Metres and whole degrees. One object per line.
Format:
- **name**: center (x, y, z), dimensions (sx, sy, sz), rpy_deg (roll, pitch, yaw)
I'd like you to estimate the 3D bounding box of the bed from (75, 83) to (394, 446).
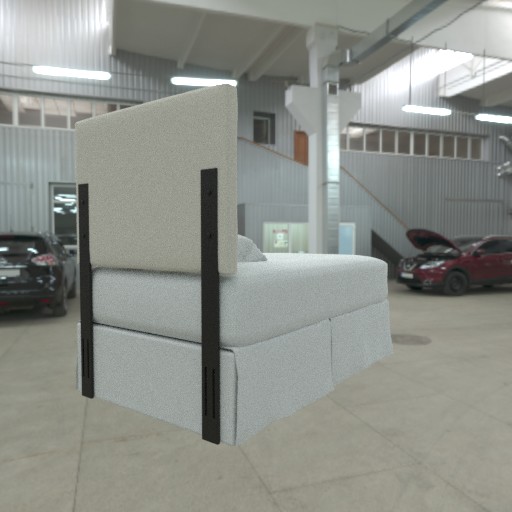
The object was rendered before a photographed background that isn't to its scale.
- **bed**: center (0.000, 0.000, 3.011), dimensions (1.261, 1.571, 1.997), rpy_deg (2, 3, 36)
